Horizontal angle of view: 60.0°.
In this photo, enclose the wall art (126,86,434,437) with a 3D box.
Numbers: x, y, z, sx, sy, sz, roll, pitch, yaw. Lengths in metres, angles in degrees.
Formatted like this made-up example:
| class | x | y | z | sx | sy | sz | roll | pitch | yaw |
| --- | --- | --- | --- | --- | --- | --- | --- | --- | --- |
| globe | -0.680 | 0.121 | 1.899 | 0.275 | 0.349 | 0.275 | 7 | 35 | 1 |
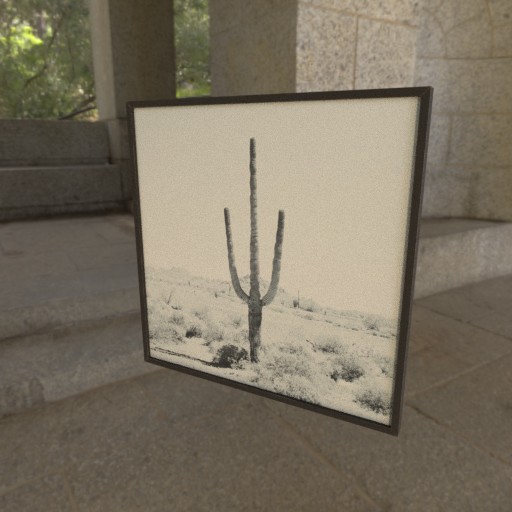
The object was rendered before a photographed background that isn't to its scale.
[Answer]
| class | x | y | z | sx | sy | sz | roll | pitch | yaw |
| --- | --- | --- | --- | --- | --- | --- | --- | --- | --- |
| wall art | 0.000 | 0.000 | 1.116 | 0.762 | 0.762 | 0.038 | 8 | 17 | 27 |
